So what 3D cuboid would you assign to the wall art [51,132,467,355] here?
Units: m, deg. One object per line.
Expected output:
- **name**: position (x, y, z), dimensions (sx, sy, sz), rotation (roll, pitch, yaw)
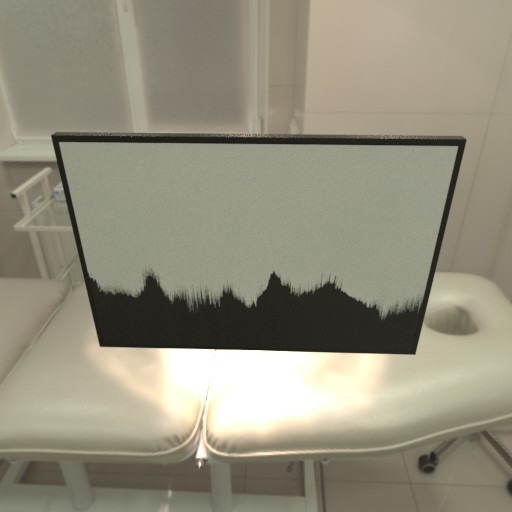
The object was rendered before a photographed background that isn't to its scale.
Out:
- **wall art**: position (0.000, 0.000, 0.822), dimensions (0.659, 0.446, 0.022), rotation (1, 30, 2)
